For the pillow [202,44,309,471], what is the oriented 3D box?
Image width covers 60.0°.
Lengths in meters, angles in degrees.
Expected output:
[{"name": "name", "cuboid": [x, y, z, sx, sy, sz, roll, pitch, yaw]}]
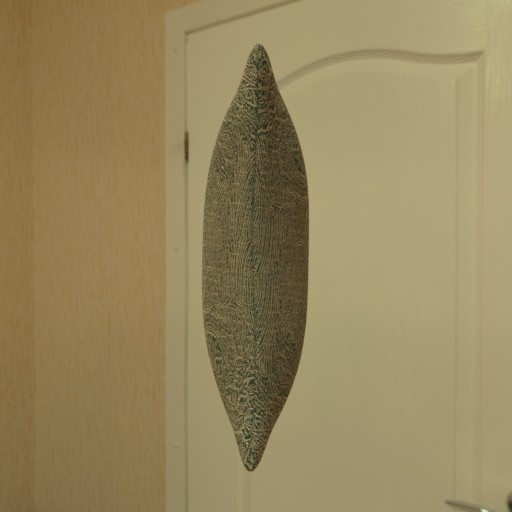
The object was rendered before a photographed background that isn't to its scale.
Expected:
[{"name": "pillow", "cuboid": [0.000, 0.000, 0.783, 0.166, 0.507, 0.526, 0, 1, 0]}]
